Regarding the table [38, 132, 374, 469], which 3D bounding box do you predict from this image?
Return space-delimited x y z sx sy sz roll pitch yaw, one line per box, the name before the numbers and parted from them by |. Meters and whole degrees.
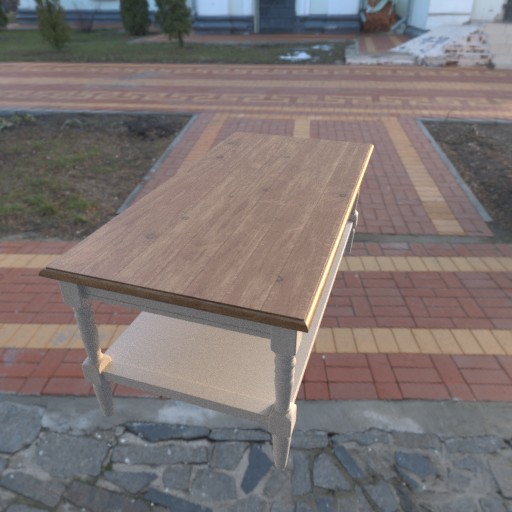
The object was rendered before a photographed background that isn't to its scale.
table | 0.000 0.000 1.389 0.559 0.458 1.118 10 32 16
